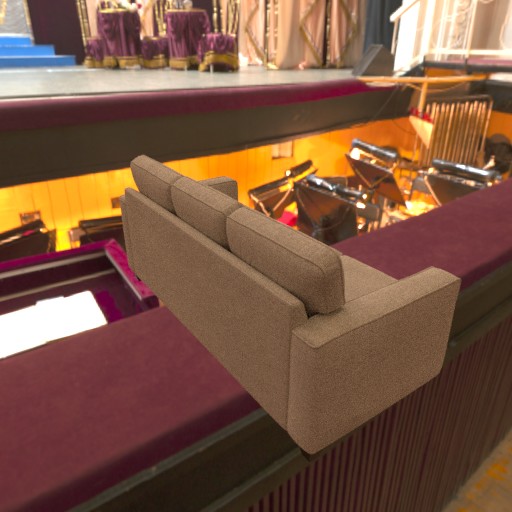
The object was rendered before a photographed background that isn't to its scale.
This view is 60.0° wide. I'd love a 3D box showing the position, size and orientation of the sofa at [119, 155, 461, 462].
[{"bbox_3d":[0.000,0.000,2.693,0.939,0.965,2.133,-17,31,-31],"label":"sofa"}]
